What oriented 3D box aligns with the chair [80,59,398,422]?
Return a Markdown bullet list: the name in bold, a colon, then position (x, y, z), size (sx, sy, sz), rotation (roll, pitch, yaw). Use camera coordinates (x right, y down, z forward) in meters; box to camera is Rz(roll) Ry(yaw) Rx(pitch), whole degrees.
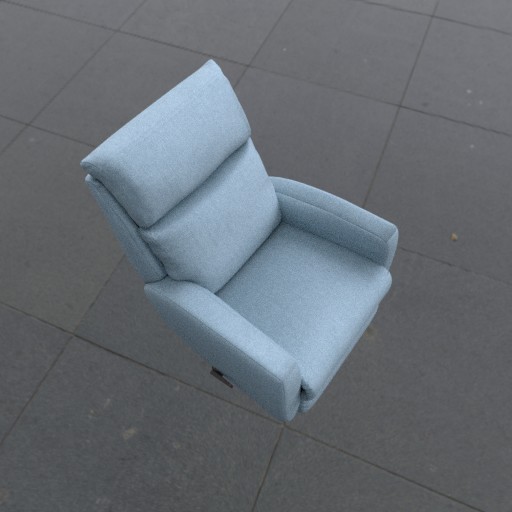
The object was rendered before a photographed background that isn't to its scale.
- **chair**: position (0.000, 0.000, 1.689), size (0.940, 1.013, 0.812), rotation (33, 65, 18)
